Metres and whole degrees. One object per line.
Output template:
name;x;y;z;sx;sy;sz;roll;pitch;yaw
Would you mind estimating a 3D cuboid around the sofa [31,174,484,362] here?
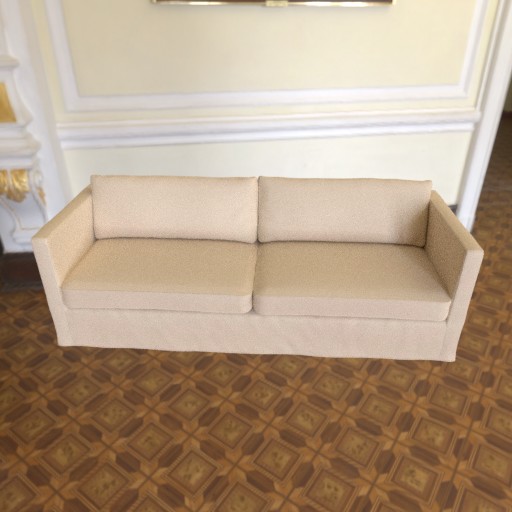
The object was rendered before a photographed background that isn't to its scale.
sofa;0.000;0.000;3.240;2.779;0.999;1.036;2;30;3
